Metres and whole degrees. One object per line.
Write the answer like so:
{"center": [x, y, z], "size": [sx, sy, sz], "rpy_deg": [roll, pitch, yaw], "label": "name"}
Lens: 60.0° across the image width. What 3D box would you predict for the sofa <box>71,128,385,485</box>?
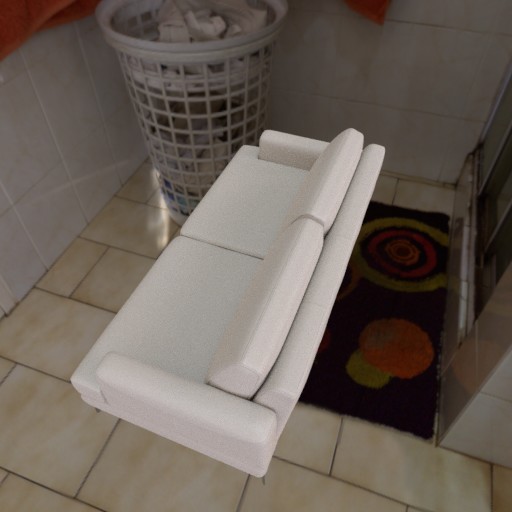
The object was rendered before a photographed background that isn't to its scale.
{"center": [0.000, 0.000, 2.371], "size": [0.974, 0.765, 1.940], "rpy_deg": [17, 50, 15], "label": "sofa"}
